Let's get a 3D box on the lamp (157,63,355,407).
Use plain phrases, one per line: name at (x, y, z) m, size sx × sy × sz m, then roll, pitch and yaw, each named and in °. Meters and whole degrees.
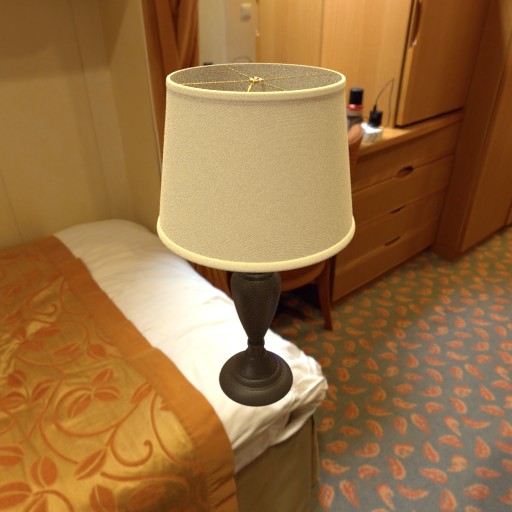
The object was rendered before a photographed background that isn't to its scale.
lamp at (0.000, 0.000, 0.800) m, size 0.335 × 0.611 × 0.335 m, roll 0°, pitch 31°, yaw 0°
